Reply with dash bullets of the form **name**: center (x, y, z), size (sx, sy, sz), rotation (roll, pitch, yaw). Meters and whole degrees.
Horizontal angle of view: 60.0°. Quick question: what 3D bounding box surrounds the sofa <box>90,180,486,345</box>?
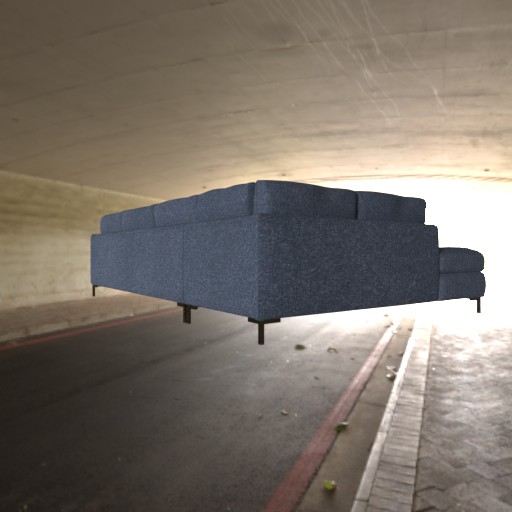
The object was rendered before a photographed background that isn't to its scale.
- **sofa**: center (0.000, 0.000, 3.798), size (2.007, 0.815, 2.949), rotation (0, 0, -35)
